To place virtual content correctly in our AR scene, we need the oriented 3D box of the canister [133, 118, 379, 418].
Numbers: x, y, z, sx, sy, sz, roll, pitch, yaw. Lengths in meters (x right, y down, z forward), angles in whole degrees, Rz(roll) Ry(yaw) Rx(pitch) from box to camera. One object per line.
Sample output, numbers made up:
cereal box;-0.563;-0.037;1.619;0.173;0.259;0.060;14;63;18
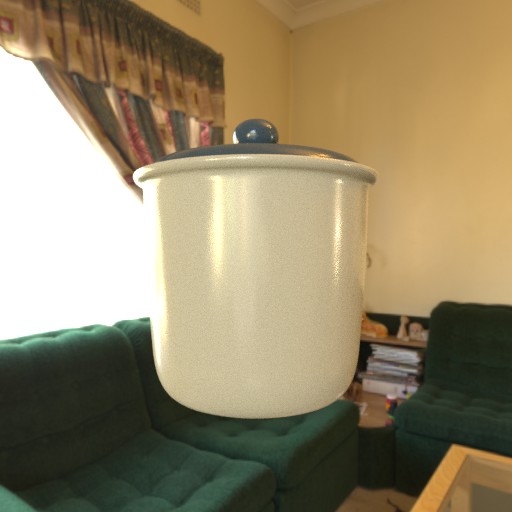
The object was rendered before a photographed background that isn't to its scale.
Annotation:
canister;0.000;0.000;0.341;0.182;0.208;0.182;0;1;0
